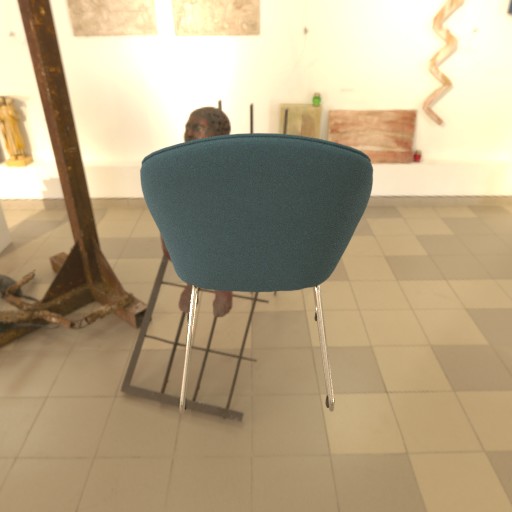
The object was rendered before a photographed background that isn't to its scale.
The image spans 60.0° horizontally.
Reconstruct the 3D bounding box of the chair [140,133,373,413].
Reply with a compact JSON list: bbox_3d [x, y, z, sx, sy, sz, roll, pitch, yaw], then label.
[{"bbox_3d":[0.000,0.000,1.201,0.570,0.815,0.585,0,30,-1],"label":"chair"}]
